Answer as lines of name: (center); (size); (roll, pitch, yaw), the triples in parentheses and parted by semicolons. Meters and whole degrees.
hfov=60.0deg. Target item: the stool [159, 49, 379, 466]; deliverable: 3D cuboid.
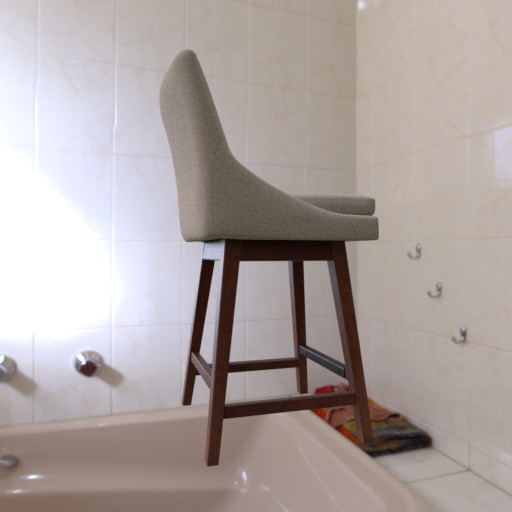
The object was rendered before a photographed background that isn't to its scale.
stool: (0.000, 0.000, 1.319); (0.559, 0.991, 0.469); (0, 0, -17)
